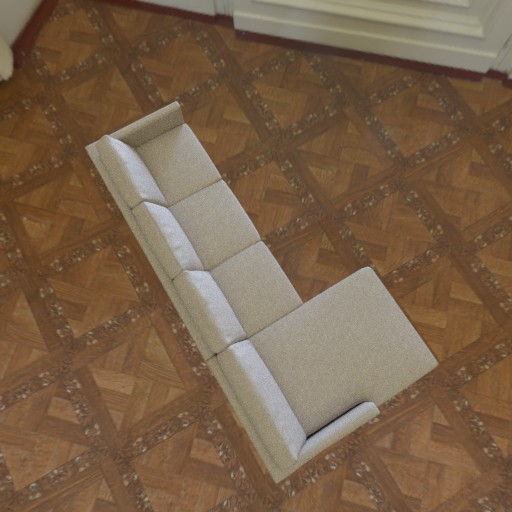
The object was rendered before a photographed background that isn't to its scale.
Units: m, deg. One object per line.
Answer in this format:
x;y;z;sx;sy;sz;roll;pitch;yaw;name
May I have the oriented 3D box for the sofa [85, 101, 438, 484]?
0.000;0.000;3.893;1.625;0.846;3.186;-30;76;-8;sofa
